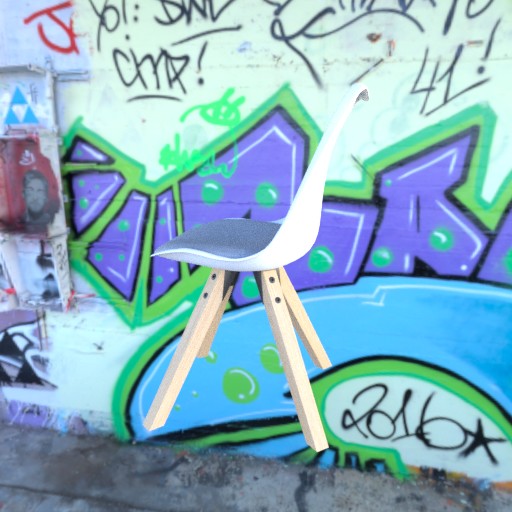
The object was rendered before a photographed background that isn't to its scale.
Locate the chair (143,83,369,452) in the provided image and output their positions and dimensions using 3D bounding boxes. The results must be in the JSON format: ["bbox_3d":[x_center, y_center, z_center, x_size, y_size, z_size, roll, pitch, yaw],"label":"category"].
[{"bbox_3d":[0.000,0.000,1.212,0.550,0.850,0.485,3,15,10],"label":"chair"}]
